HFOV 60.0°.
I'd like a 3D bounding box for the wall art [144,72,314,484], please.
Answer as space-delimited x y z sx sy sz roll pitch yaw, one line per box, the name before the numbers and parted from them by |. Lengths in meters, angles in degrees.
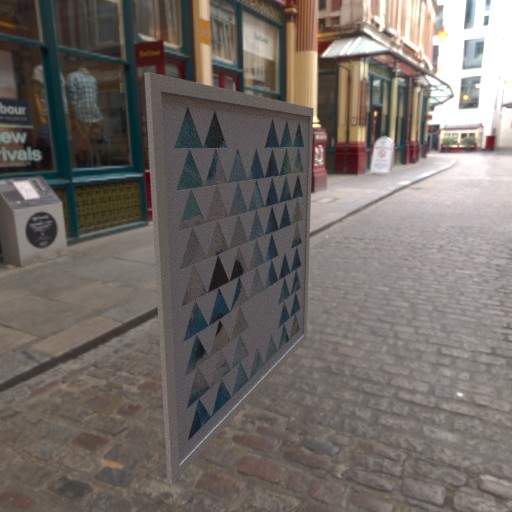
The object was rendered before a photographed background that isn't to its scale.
wall art | 0.000 0.000 0.669 0.007 0.456 0.456 7 16 26
